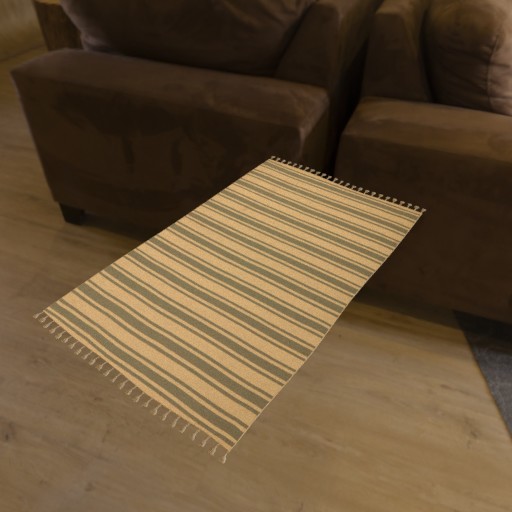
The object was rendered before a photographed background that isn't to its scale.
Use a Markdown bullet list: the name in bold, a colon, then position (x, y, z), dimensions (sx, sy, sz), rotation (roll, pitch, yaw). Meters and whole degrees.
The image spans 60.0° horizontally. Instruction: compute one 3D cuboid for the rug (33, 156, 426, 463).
- **rug**: position (0.000, 0.000, 2.535), dimensions (1.222, 0.009, 2.084), rotation (26, 47, 27)
